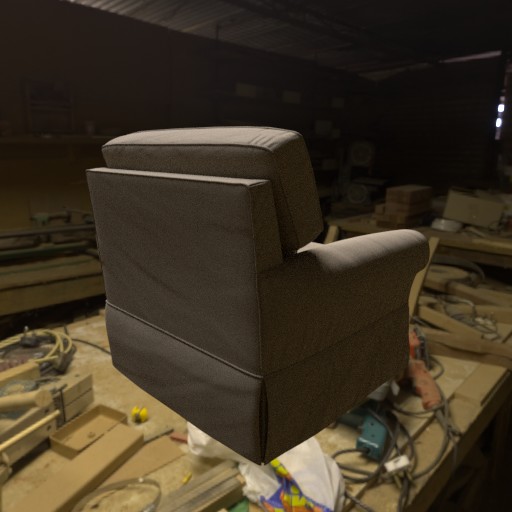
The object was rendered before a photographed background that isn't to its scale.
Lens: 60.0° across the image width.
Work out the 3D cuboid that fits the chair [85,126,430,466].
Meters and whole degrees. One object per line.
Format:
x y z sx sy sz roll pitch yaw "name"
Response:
0.000 0.000 1.855 1.135 1.017 0.988 14 19 43 "chair"
